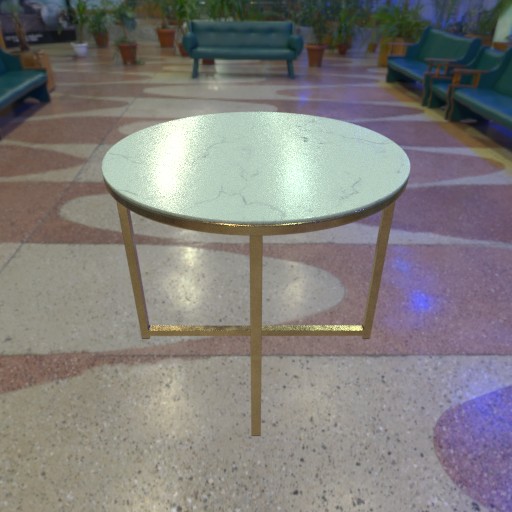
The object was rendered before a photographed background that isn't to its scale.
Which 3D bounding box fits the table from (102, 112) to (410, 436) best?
[{"bbox_3d":[0.000,0.000,0.860,0.500,0.420,0.500,0,33,0],"label":"table"}]
